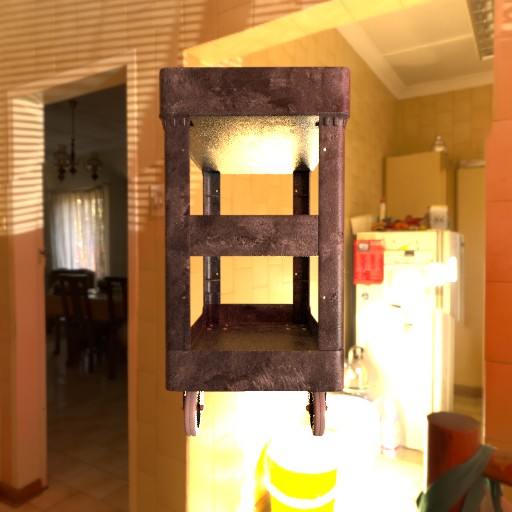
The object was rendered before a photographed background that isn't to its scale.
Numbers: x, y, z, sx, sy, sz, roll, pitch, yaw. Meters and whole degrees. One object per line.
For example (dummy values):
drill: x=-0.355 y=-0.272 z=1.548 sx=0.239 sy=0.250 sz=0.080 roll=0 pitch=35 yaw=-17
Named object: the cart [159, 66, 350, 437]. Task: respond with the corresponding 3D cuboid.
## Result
cart: x=0.000 y=0.000 z=1.383 sx=0.420 sy=0.824 sz=0.877 roll=0 pitch=2 yaw=0
